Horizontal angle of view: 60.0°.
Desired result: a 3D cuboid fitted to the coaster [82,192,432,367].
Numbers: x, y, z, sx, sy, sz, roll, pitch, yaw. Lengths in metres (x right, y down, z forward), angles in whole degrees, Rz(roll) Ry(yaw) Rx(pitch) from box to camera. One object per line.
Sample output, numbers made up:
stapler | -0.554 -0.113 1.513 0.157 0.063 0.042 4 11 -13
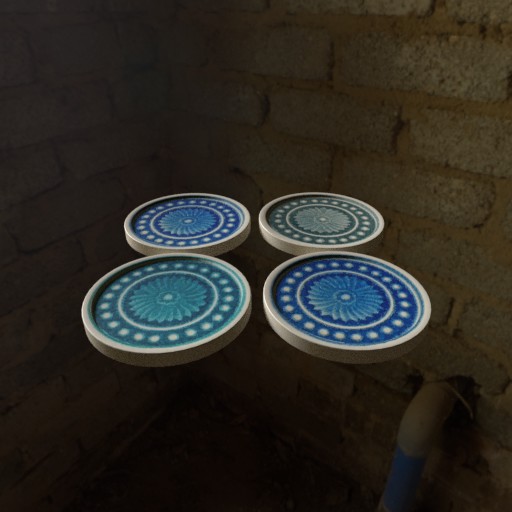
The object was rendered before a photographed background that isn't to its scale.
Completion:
coaster | 0.000 0.000 0.341 0.224 0.010 0.220 0 32 -1
